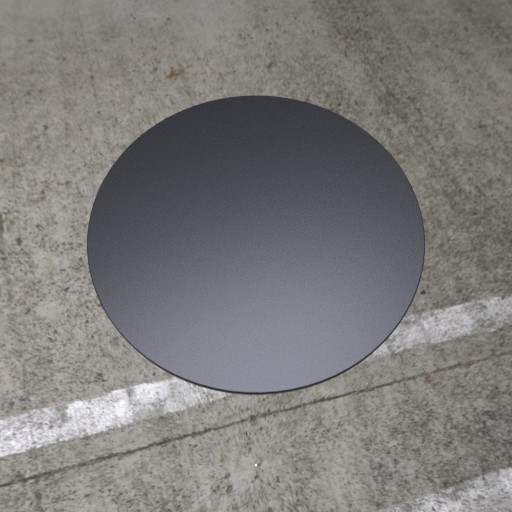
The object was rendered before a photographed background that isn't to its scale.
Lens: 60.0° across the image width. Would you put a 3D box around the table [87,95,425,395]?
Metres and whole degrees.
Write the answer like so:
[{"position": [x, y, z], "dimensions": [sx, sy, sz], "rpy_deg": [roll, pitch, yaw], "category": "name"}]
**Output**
[{"position": [0.000, 0.000, 1.418], "dimensions": [0.914, 0.457, 0.914], "rpy_deg": [0, 65, 0], "category": "table"}]
